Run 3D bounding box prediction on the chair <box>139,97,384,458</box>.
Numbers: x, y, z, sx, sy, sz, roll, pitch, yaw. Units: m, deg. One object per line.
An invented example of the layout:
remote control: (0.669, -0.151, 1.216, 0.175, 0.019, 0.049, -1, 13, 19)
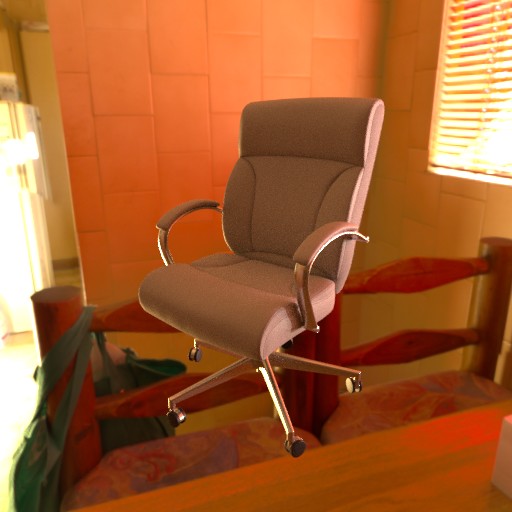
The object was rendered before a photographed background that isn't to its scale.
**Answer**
chair: (0.000, 0.000, 1.609, 0.727, 1.099, 0.745, 14, 22, 38)
